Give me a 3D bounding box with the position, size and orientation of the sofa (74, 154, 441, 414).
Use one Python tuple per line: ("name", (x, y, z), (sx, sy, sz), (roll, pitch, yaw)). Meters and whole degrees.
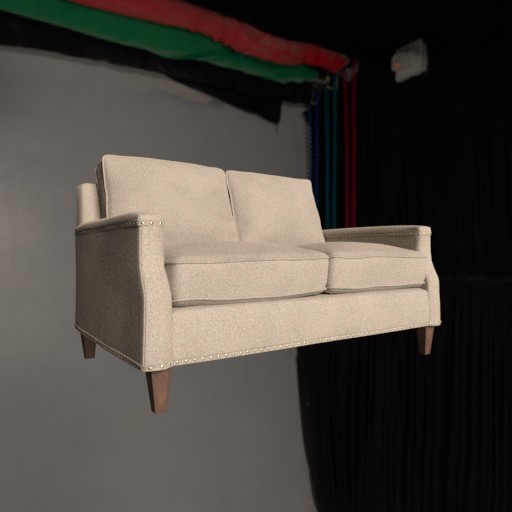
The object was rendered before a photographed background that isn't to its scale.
("sofa", (0.000, 0.000, 2.249), (1.597, 1.003, 1.084), (0, 1, -35))
